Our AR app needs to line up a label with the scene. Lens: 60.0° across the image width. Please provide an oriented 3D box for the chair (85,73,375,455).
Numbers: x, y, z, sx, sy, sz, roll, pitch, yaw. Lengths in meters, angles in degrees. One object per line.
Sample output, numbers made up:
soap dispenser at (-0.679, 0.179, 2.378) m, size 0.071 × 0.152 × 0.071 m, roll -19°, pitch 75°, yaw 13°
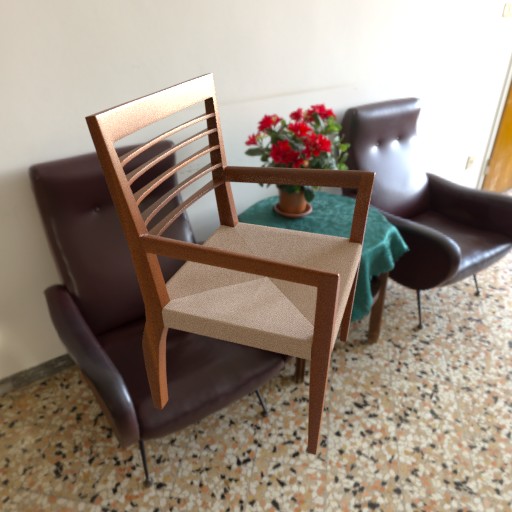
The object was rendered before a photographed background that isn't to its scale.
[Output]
chair at (0.000, 0.000, 1.239) m, size 0.540 × 0.855 × 0.587 m, roll 10°, pitch 33°, yaw 17°
